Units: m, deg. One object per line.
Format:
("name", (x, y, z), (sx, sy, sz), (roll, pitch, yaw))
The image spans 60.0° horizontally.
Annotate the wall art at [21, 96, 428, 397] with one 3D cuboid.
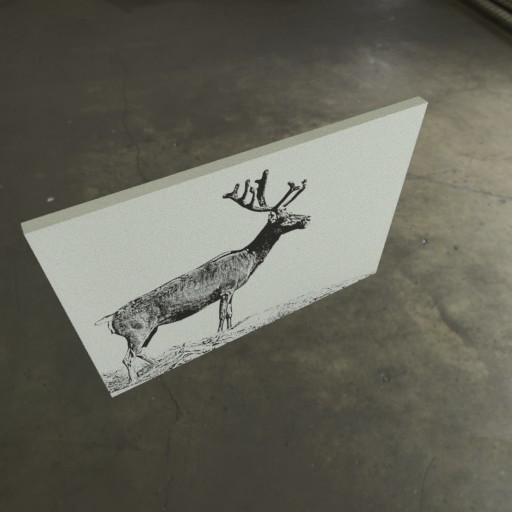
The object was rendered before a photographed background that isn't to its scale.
("wall art", (0.000, 0.000, 1.126), (0.906, 0.617, 0.033), (-22, 51, -19))
